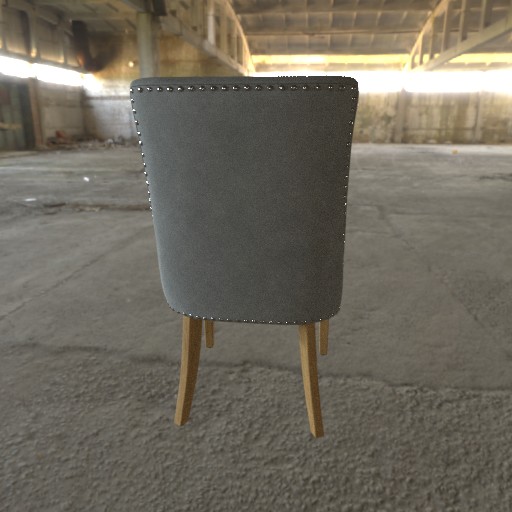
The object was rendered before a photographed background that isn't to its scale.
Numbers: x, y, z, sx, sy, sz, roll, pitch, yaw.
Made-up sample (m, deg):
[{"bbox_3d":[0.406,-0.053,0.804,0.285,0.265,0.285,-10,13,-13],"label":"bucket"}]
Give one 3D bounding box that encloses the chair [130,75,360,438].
[{"bbox_3d":[0.000,0.000,1.257,0.495,0.902,0.610,2,17,7],"label":"chair"}]
